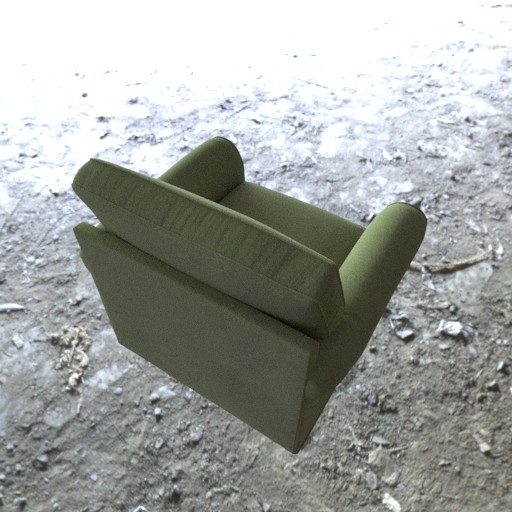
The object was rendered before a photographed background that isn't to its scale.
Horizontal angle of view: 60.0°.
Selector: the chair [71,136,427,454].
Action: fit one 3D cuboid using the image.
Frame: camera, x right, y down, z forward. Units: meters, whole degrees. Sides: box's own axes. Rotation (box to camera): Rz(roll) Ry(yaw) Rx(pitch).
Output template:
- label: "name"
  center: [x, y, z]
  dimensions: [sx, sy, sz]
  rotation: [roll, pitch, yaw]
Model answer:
- label: "chair"
  center: [0.000, 0.000, 1.868]
  dimensions: [1.147, 1.044, 0.939]
  rotation: [25, 51, 22]
